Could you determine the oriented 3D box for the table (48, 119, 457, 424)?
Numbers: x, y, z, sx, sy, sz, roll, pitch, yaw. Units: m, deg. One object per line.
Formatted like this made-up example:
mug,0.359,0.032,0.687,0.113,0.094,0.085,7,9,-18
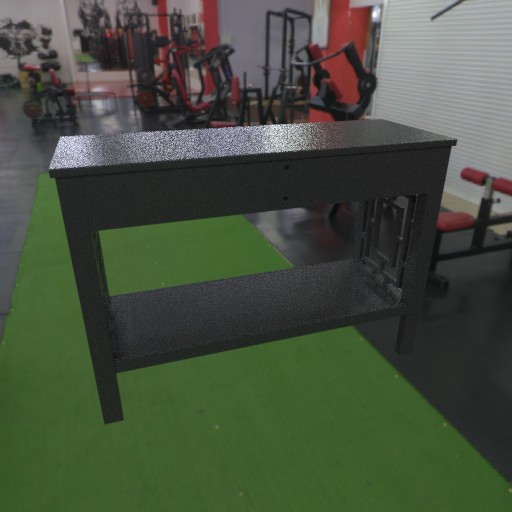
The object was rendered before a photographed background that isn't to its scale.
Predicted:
table,0.000,0.000,1.432,1.068,0.753,0.397,-8,27,-16
